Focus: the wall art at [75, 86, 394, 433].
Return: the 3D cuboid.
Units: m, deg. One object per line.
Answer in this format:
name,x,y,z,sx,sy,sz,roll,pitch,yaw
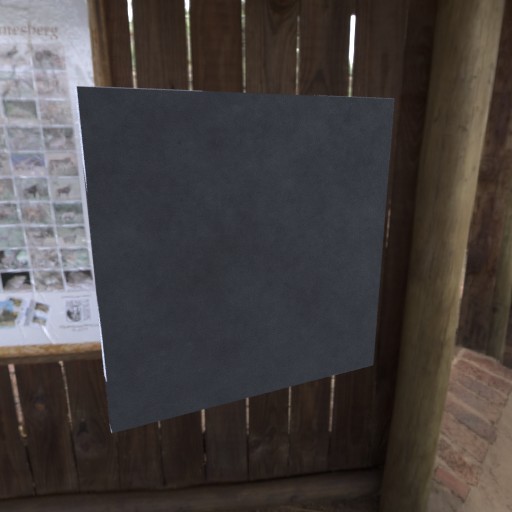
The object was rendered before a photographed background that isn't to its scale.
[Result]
wall art,0.000,0.000,1.111,0.765,0.765,0.046,-7,17,-24
